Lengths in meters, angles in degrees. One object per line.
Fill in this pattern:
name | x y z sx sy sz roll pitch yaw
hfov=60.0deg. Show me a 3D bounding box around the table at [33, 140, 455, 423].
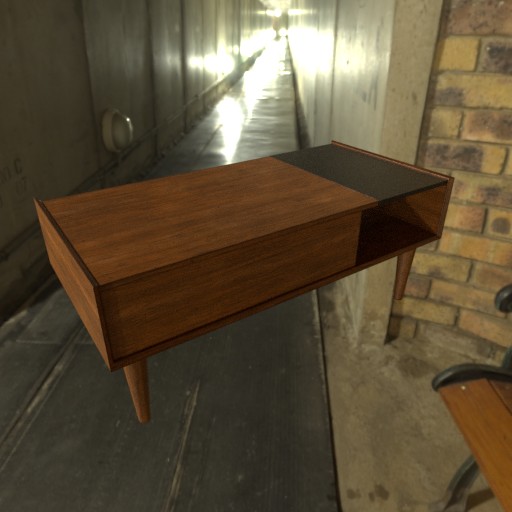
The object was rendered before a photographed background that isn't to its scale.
table | 0.000 0.000 1.550 1.221 0.508 0.610 -18 34 -30
